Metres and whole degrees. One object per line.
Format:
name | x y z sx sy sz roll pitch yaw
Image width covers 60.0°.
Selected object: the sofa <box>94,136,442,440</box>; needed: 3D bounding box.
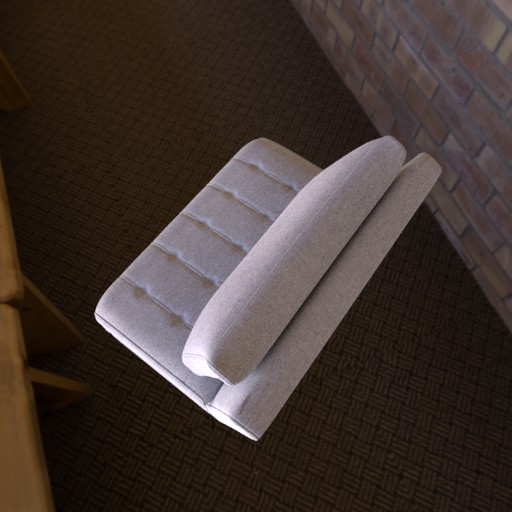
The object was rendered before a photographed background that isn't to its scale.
sofa | 0.000 0.000 1.902 0.910 0.910 1.220 34 69 15
